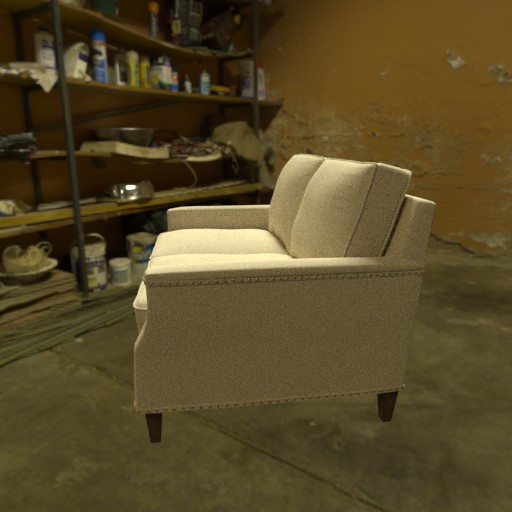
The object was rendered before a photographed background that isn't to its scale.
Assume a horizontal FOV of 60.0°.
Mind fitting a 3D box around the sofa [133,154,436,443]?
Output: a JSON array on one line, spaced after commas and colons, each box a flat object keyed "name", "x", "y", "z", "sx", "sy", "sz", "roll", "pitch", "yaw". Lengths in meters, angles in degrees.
[{"name": "sofa", "x": 0.000, "y": 0.000, "z": 2.271, "sx": 1.084, "sy": 1.003, "sz": 1.597, "roll": -2, "pitch": 14, "yaw": -8}]
